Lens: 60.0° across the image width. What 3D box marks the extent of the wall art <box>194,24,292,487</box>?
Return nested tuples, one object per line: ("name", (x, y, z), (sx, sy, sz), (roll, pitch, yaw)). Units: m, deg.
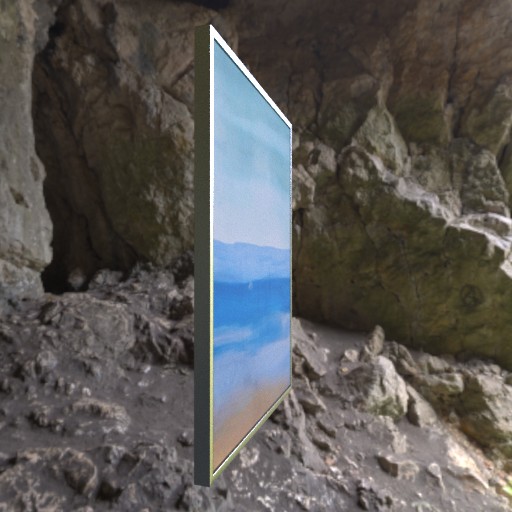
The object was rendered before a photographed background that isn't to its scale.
("wall art", (0.000, 0.000, 1.403), (0.041, 1.062, 0.803), (0, -1, 18))
